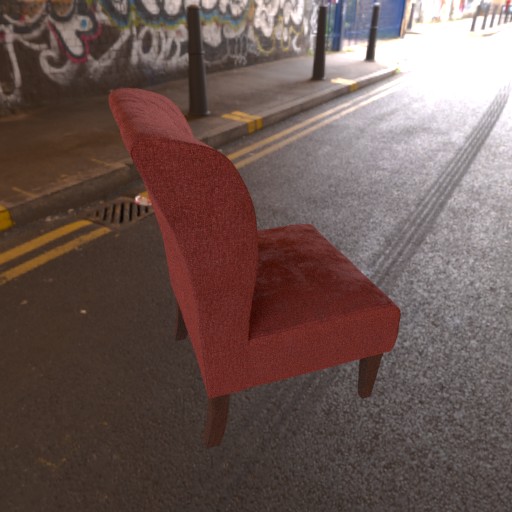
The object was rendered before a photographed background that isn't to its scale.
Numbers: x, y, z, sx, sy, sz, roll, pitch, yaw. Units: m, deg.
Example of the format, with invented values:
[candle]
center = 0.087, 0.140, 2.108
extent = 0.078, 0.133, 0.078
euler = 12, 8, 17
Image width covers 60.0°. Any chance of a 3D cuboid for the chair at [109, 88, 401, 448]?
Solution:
[chair]
center = 0.000, 0.000, 1.228
extent = 0.640, 0.846, 0.538
euler = -10, 31, -16
